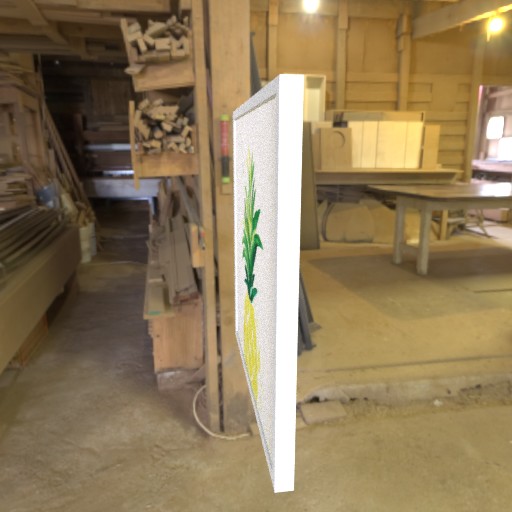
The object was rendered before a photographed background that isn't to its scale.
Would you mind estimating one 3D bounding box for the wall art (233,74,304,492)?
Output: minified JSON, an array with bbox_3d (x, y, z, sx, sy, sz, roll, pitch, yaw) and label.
[{"bbox_3d":[0.000,0.000,1.141,0.038,0.761,0.763,-2,14,-8],"label":"wall art"}]
